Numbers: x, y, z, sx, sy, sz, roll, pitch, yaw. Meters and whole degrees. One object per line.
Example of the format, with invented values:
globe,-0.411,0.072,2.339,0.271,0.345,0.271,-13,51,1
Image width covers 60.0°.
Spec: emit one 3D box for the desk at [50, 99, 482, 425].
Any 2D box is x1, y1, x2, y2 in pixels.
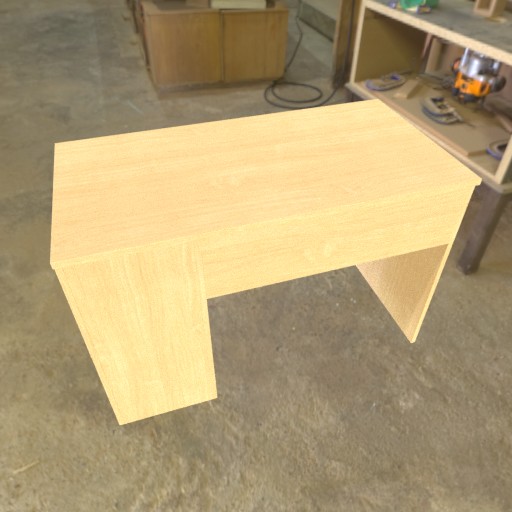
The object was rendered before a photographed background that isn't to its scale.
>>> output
desk,0.000,0.000,1.510,1.097,0.735,0.560,-12,43,-13
